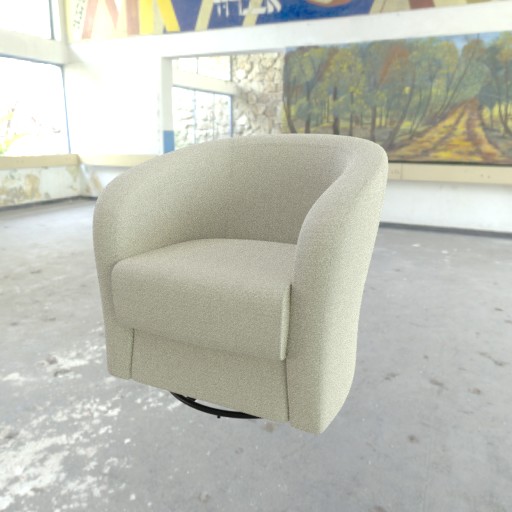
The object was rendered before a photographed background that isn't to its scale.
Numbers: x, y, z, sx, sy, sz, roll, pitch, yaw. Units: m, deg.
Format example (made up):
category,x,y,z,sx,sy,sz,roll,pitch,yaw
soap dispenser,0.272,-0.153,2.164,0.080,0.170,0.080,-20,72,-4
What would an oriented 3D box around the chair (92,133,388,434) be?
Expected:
category,x,y,z,sx,sy,sz,roll,pitch,yaw
chair,0.000,0.000,1.442,0.791,0.771,0.815,7,17,24
